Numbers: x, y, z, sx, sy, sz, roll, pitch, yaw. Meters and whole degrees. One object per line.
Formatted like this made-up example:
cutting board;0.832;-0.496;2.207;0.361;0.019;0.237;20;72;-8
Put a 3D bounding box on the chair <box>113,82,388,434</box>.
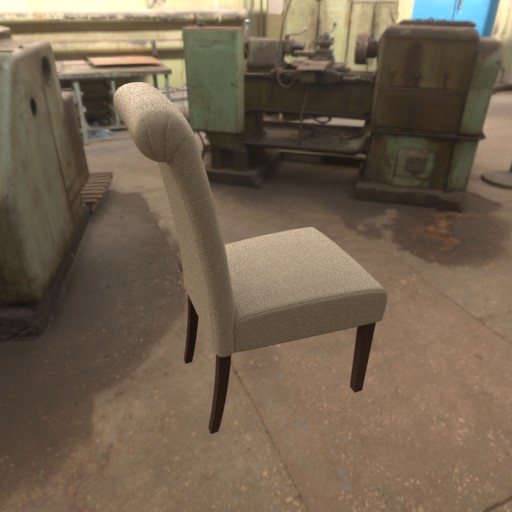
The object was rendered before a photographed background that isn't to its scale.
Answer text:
chair;0.000;0.000;1.358;0.671;1.006;0.456;-11;32;-18
